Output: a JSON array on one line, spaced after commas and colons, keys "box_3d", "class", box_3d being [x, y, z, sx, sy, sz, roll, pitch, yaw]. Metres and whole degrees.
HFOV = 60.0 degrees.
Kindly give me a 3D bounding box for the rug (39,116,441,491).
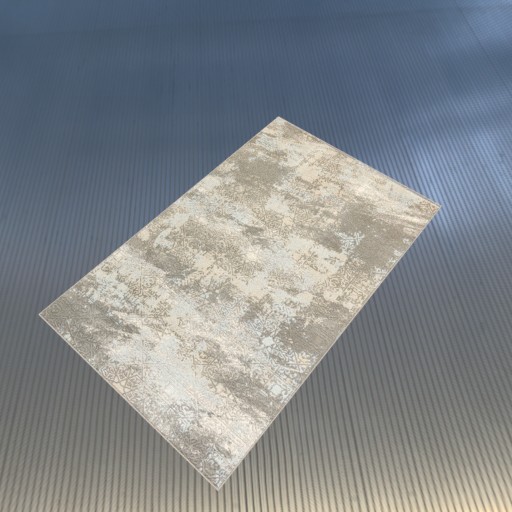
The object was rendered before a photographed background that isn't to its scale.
[{"box_3d": [0.000, 0.000, 3.028, 1.536, 0.012, 2.431, 35, 64, 20], "class": "rug"}]
